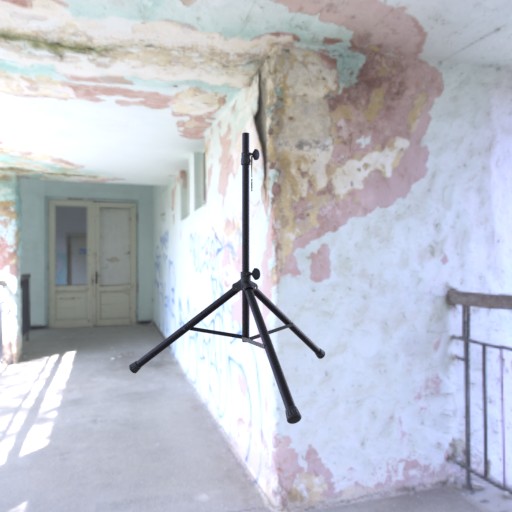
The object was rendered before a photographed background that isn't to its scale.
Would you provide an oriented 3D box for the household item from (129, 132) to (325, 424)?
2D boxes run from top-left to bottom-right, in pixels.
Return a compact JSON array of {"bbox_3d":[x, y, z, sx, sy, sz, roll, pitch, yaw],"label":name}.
[{"bbox_3d":[0.000,0.000,1.907,1.045,1.136,0.907,0,0,-16],"label":"household item"}]
